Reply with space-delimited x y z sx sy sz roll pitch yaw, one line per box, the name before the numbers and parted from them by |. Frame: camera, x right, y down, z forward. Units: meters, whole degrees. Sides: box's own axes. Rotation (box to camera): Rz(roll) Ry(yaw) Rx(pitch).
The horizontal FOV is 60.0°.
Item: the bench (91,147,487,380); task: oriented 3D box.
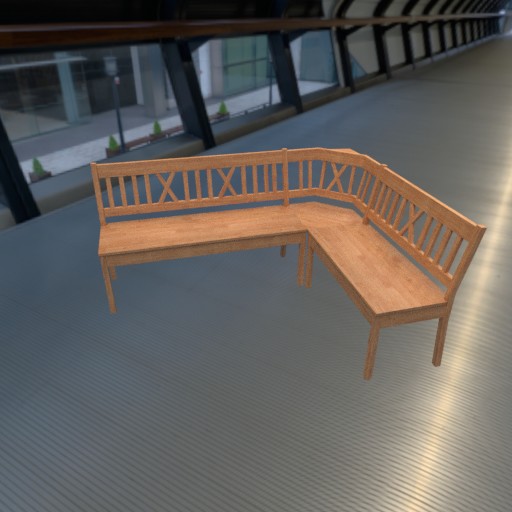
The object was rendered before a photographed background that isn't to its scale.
bench | 0.000 0.000 2.824 1.937 0.902 1.537 -7 31 -13
